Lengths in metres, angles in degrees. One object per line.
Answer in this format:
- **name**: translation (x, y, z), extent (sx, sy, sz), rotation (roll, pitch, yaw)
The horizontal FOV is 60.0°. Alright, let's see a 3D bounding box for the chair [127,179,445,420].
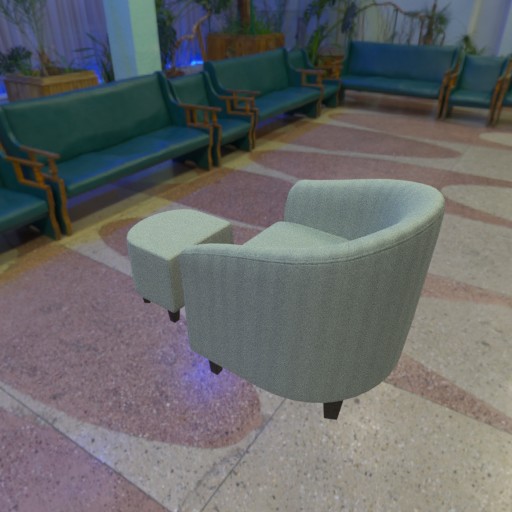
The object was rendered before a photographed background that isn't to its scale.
- **chair**: translation (0.000, 0.000, 1.759), extent (1.288, 0.757, 0.756), rotation (20, 37, 30)
